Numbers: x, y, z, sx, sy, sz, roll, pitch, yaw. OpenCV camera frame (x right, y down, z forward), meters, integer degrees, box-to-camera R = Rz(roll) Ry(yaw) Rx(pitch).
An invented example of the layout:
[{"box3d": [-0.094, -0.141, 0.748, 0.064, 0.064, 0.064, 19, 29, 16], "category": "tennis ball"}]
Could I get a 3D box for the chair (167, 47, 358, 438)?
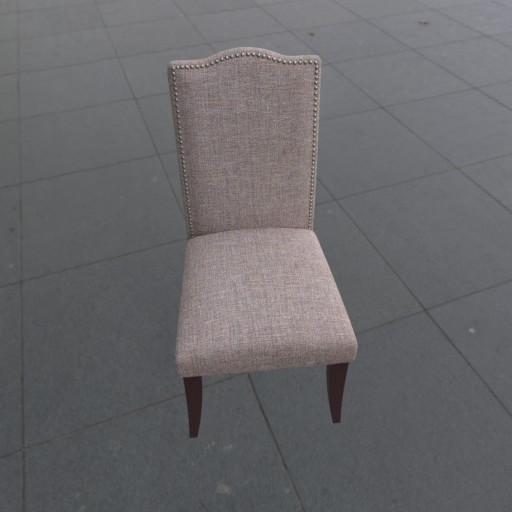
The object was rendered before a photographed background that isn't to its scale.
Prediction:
[{"box3d": [0.000, 0.000, 1.369, 0.513, 1.016, 0.660, -4, 45, -4], "category": "chair"}]
